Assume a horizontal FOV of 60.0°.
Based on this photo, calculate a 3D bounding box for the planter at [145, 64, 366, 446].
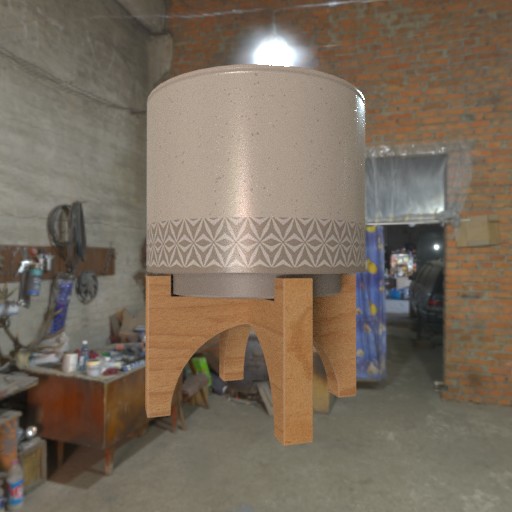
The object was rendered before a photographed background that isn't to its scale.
[{"bbox_3d":[0.000,0.000,0.270,0.130,0.178,0.130,0,-1,0],"label":"planter"}]
